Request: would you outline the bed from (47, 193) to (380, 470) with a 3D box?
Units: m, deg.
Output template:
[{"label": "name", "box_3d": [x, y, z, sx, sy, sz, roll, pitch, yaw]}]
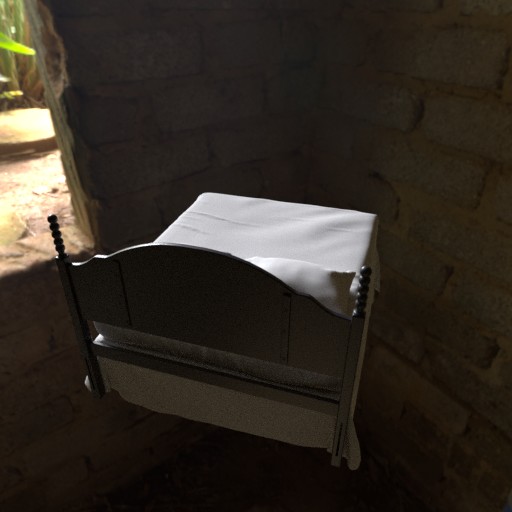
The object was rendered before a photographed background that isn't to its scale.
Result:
[{"label": "bed", "box_3d": [0.000, 0.000, 3.230, 1.873, 1.356, 2.040, 10, 33, 15]}]
